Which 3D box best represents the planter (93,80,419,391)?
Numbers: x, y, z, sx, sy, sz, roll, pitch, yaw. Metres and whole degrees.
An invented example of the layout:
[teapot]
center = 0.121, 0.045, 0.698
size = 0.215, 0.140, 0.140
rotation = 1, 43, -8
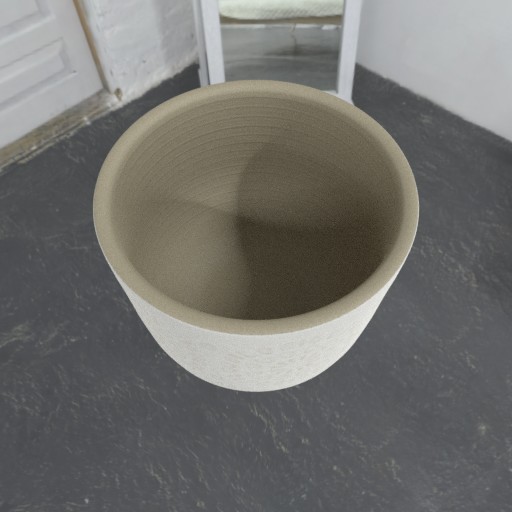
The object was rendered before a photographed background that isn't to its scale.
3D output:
[planter]
center = 0.000, 0.000, 0.218
size = 0.124, 0.109, 0.124
rotation = 0, 59, 0
